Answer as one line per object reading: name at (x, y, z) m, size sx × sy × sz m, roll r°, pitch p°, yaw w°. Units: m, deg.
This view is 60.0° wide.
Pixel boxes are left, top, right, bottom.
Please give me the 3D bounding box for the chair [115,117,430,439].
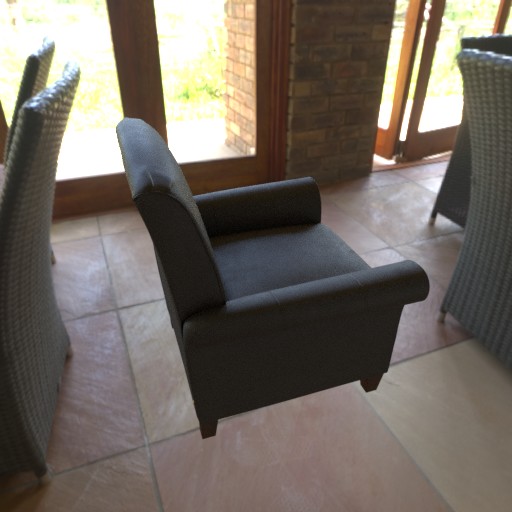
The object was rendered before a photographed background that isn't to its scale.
chair at (0.000, 0.000, 1.756) m, size 0.902 × 1.061 × 0.978 m, roll -10°, pitch 32°, yaw -16°
